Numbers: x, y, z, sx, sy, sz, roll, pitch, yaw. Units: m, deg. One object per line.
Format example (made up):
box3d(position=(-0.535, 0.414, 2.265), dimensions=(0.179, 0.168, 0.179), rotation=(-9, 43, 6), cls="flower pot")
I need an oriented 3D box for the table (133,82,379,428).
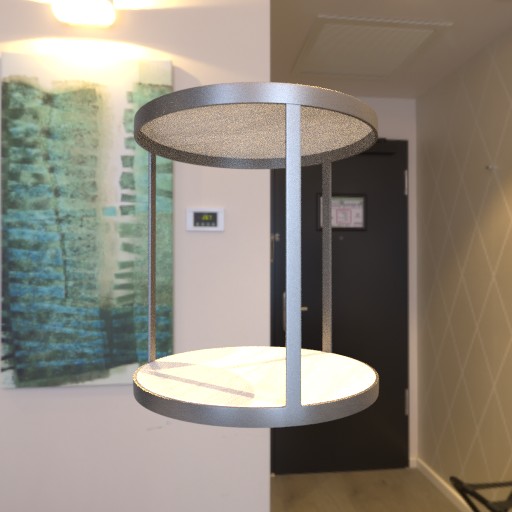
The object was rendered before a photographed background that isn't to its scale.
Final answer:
box3d(position=(0.000, 0.000, 0.834), dimensions=(0.445, 0.479, 0.445), rotation=(0, -1, 0), cls="table")
